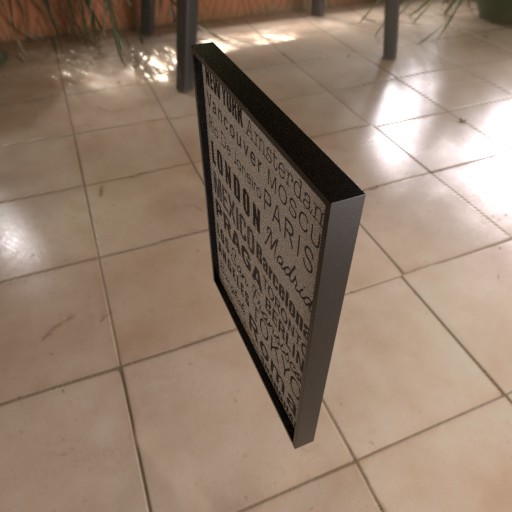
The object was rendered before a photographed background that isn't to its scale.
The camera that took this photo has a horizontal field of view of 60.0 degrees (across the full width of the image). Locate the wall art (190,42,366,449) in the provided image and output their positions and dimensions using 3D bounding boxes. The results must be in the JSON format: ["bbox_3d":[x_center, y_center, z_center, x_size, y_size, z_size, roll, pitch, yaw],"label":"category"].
[{"bbox_3d":[0.000,0.000,0.755,0.038,0.551,0.448,-16,47,-16],"label":"wall art"}]
